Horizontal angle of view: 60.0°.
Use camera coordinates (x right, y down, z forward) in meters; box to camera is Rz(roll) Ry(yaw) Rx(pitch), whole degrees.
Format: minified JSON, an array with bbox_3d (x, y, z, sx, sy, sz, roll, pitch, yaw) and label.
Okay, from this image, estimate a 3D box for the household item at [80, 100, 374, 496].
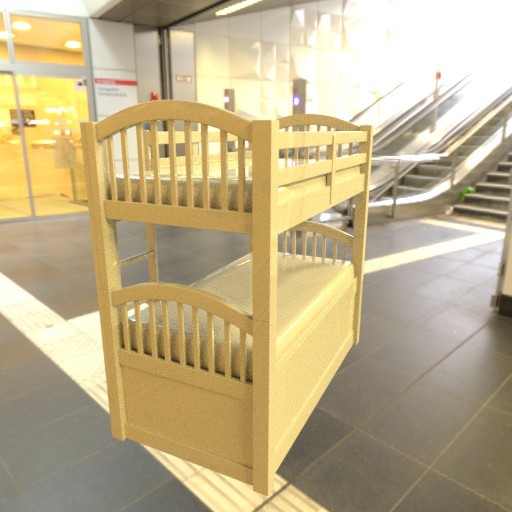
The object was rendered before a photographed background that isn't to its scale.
[{"bbox_3d":[0.000,0.000,3.224,1.143,2.032,2.032,8,17,25],"label":"household item"}]
